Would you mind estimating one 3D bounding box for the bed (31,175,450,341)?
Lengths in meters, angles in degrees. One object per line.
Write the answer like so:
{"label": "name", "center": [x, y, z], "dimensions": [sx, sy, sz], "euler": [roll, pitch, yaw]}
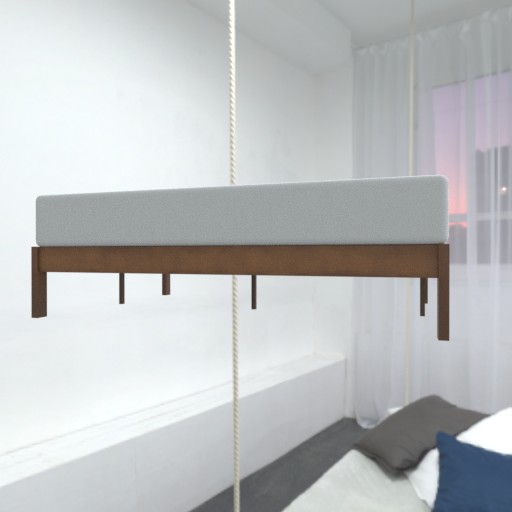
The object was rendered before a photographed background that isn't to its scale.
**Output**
{"label": "bed", "center": [0.000, 0.000, 2.563], "dimensions": [1.927, 0.616, 1.348], "euler": [0, 0, 18]}
